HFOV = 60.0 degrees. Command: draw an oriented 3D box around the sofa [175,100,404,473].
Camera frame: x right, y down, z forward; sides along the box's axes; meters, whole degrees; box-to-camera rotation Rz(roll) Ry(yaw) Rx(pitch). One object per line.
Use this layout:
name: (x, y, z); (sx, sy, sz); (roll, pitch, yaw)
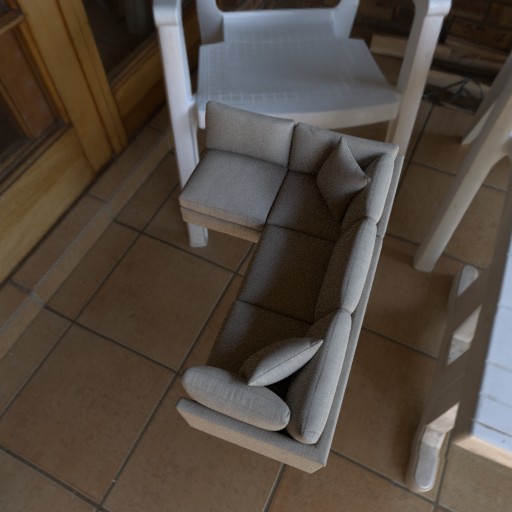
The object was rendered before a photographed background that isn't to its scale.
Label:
sofa: (0.000, 0.000, 3.877); (1.994, 0.978, 2.896); (17, 59, 10)
